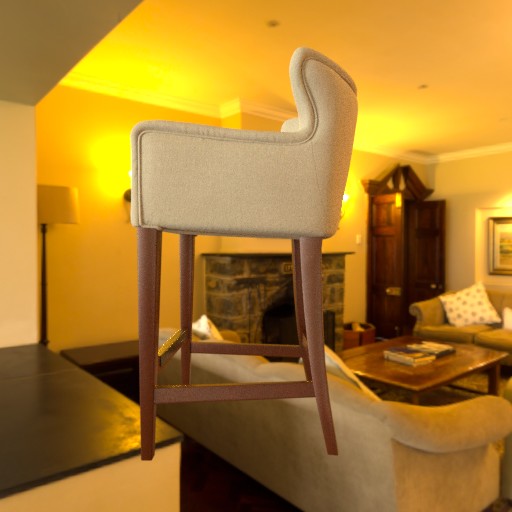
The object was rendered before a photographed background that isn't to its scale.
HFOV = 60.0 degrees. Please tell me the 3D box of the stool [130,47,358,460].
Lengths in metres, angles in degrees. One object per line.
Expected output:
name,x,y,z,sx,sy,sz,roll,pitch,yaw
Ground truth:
stool,0.000,0.000,1.289,0.570,0.951,0.601,0,1,1
